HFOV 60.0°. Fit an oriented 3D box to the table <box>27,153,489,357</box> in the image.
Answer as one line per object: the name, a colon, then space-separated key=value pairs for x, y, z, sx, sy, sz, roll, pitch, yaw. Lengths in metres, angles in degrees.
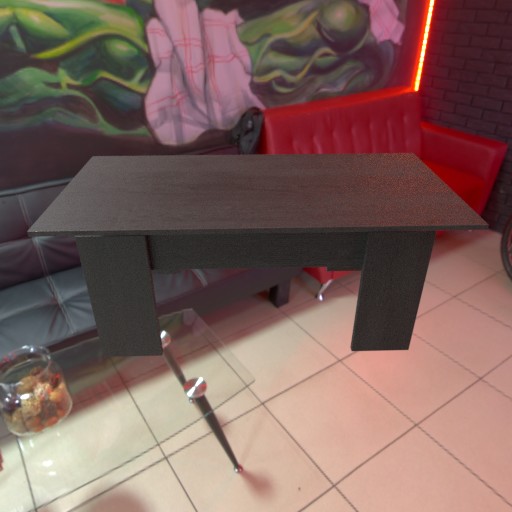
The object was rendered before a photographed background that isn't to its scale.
table: x=0.000 y=0.000 z=1.409 sx=1.000 sy=0.570 sz=0.711 roll=-1 pitch=31 yaw=-2
